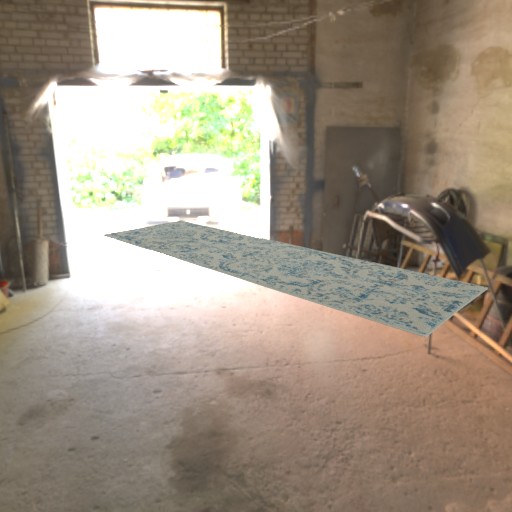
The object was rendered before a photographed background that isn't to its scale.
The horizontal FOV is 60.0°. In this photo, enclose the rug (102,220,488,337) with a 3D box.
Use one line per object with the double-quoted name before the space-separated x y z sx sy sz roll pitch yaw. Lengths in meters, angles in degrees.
"rug" 0.000 0.000 2.449 2.196 0.011 0.662 14 21 41
